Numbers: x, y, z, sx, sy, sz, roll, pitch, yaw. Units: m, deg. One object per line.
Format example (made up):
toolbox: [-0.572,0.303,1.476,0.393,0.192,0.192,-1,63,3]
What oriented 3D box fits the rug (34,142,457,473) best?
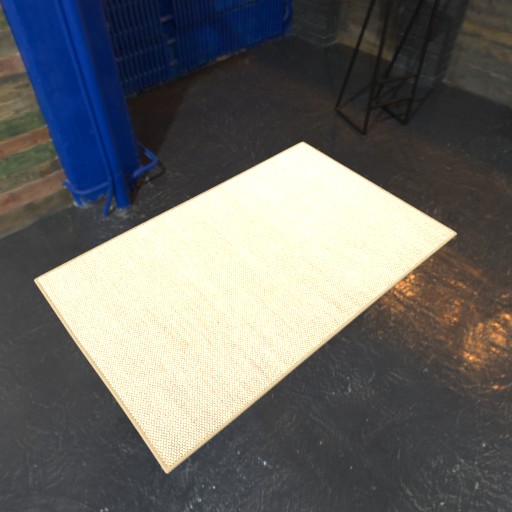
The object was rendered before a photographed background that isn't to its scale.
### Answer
rug: [0.000,0.000,2.043,1.667,0.013,1.062,-32,55,-26]
